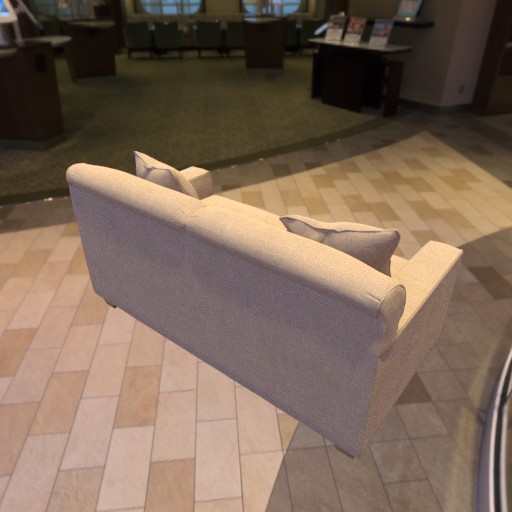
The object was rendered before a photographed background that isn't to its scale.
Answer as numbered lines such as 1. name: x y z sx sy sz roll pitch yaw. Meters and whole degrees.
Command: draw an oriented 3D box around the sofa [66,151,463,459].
1. sofa: 0.000 0.000 2.396 1.846 0.958 0.998 23 38 32
